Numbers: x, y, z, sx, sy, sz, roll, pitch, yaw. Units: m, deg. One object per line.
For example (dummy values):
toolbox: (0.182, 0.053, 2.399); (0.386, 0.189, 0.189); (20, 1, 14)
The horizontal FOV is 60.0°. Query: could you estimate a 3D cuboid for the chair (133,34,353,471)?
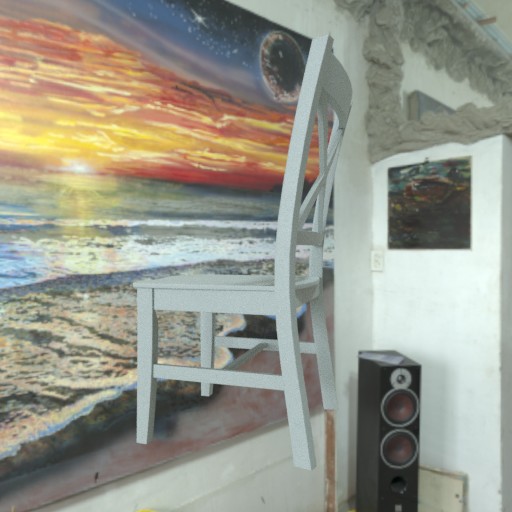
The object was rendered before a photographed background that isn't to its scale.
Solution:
chair: (0.000, 0.000, 1.287); (0.542, 0.983, 0.485); (0, 1, 18)
